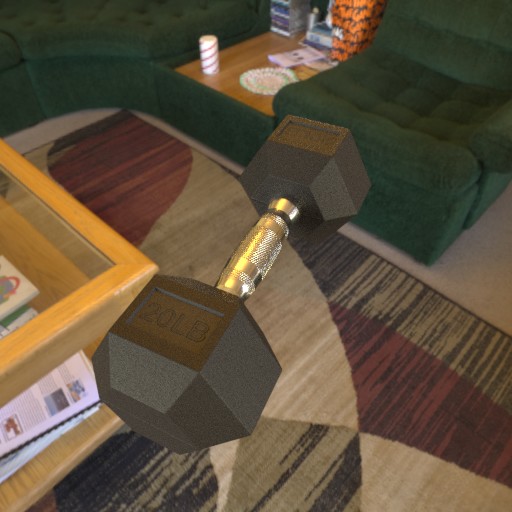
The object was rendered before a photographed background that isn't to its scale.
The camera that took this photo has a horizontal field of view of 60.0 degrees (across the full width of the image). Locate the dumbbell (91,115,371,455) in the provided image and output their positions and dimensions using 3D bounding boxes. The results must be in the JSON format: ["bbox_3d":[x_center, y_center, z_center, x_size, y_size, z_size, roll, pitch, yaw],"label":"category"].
[{"bbox_3d":[0.000,0.000,0.351,0.116,0.101,0.297,19,50,17],"label":"dumbbell"}]
